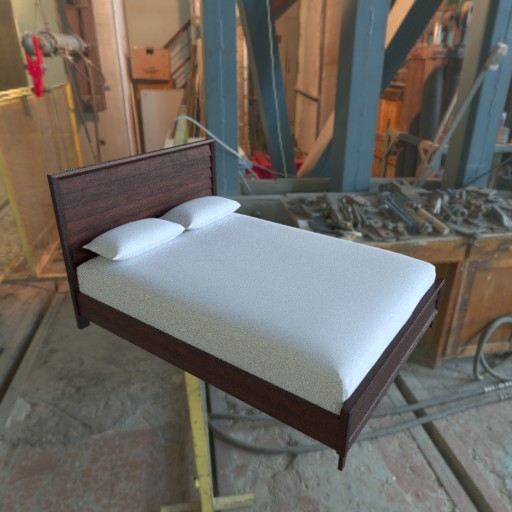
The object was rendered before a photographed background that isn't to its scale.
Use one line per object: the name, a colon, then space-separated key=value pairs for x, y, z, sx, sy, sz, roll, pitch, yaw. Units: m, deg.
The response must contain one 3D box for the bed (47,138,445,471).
bed: x=0.000 y=0.000 z=3.947 sx=2.803 sy=1.492 sz=2.040 roll=17 pitch=30 yaw=32
